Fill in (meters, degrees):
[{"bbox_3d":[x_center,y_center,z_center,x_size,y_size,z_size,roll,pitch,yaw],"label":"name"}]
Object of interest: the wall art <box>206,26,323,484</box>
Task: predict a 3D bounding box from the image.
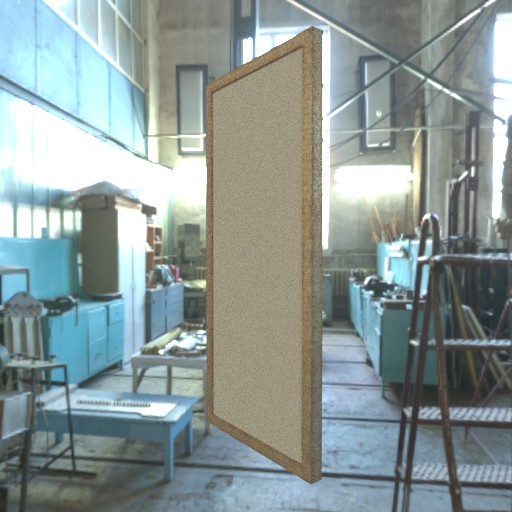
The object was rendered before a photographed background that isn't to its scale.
[{"bbox_3d":[0.000,0.000,1.683,0.051,1.461,0.648,-1,2,-37],"label":"wall art"}]
